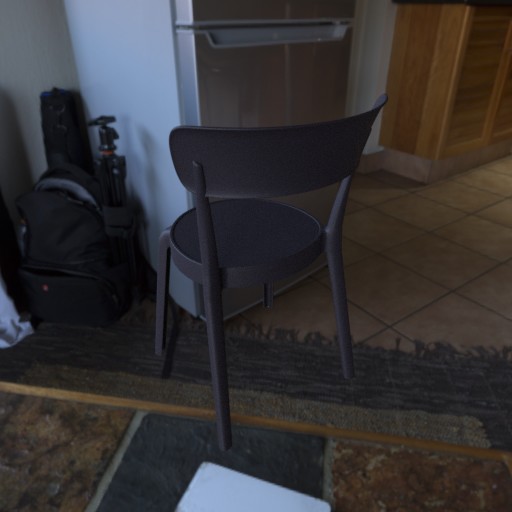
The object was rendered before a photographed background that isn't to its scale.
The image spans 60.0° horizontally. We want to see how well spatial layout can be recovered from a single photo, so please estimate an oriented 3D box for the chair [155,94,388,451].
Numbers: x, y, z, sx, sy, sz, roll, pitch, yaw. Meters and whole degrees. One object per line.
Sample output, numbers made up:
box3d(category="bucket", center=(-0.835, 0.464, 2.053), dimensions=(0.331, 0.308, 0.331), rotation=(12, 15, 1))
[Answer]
box3d(category="chair", center=(0.000, 0.000, 1.136), dimensions=(0.506, 0.790, 0.491), rotation=(-19, 35, -29))
